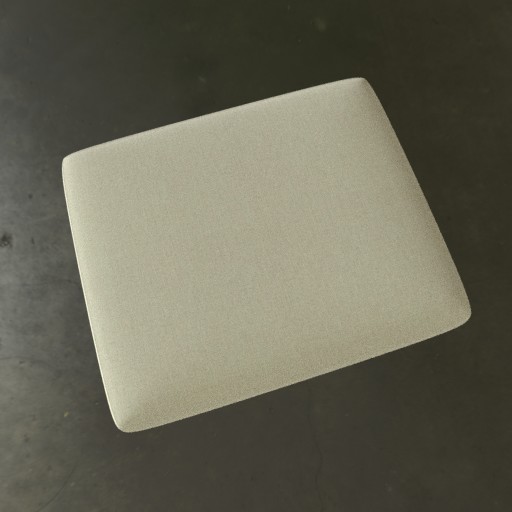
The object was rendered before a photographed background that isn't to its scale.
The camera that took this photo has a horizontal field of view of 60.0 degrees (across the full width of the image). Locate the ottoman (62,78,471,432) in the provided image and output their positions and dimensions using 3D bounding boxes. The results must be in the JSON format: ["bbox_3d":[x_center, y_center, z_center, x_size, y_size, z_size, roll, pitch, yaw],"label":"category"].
[{"bbox_3d":[0.000,0.000,1.150,0.794,0.453,0.657,-17,74,-5],"label":"ottoman"}]
